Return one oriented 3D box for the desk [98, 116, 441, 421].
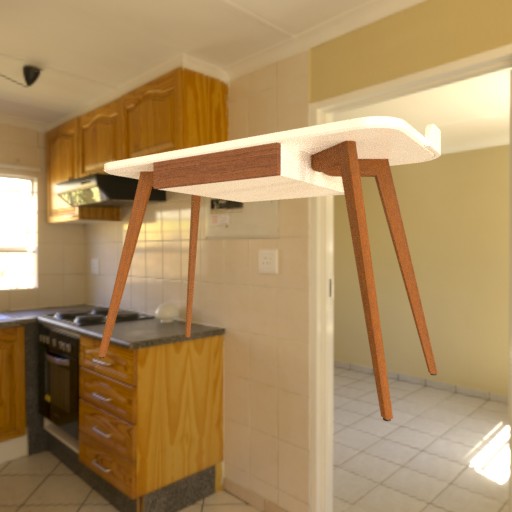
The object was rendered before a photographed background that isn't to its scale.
[{"bbox_3d":[0.000,0.000,1.627,1.206,0.807,0.534,0,1,34],"label":"desk"}]
